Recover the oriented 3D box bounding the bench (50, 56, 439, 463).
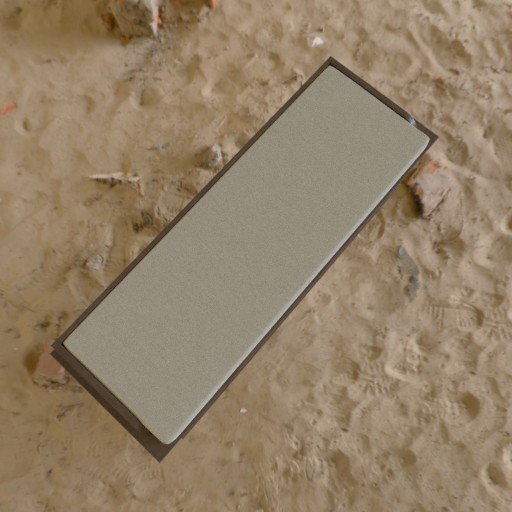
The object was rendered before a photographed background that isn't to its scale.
[{"bbox_3d":[0.000,0.000,1.431,0.402,0.501,1.185,40,80,9],"label":"bench"}]
